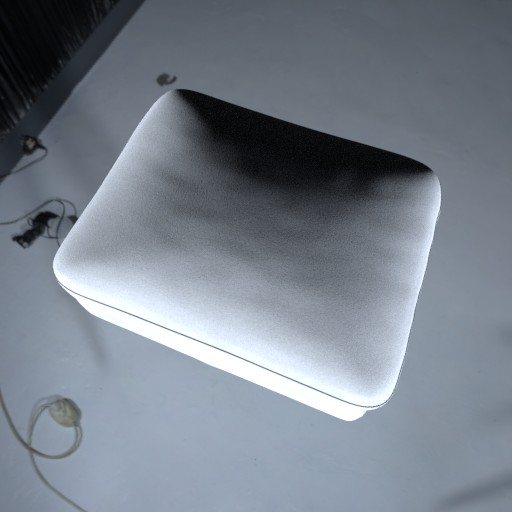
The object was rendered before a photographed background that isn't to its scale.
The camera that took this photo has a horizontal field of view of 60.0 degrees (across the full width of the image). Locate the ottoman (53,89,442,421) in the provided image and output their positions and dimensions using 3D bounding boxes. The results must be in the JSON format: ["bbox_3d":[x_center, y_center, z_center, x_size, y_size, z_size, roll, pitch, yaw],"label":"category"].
[{"bbox_3d":[0.000,0.000,1.123,0.747,0.478,0.593,20,66,9],"label":"ottoman"}]
